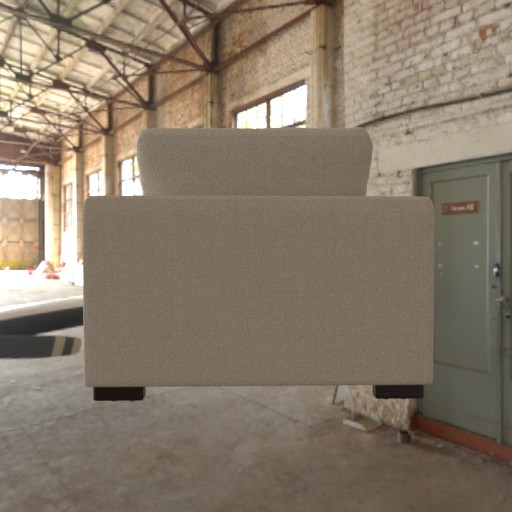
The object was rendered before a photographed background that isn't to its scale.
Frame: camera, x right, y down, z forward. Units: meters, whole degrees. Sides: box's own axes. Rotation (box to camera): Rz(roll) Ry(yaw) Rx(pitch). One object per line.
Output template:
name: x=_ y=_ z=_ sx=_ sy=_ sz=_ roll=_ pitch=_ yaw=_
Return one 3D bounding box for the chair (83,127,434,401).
chair: x=0.000 y=0.000 z=1.879 sx=1.070 sy=0.876 sz=1.100 roll=0 pitch=1 yaw=-1
